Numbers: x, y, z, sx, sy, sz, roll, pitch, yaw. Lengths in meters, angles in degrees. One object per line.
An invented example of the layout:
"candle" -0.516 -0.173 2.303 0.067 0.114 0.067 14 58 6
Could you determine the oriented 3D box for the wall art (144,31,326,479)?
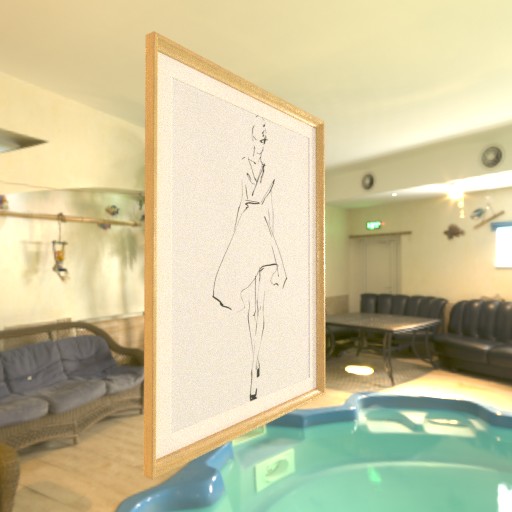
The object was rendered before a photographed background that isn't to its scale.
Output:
"wall art" 0.000 0.000 1.316 0.030 1.002 0.798 -1 -1 37
